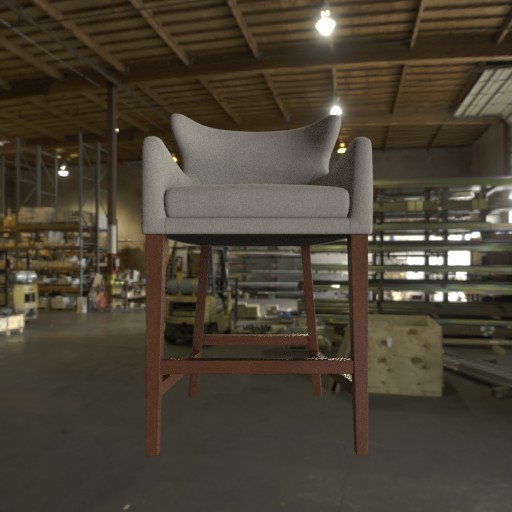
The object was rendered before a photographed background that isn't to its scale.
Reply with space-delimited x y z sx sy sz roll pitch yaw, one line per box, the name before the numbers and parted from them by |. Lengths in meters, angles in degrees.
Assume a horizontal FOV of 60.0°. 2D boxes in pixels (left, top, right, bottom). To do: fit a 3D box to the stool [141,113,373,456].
stool | 0.000 0.000 1.333 0.575 0.951 0.575 0 -1 -1
